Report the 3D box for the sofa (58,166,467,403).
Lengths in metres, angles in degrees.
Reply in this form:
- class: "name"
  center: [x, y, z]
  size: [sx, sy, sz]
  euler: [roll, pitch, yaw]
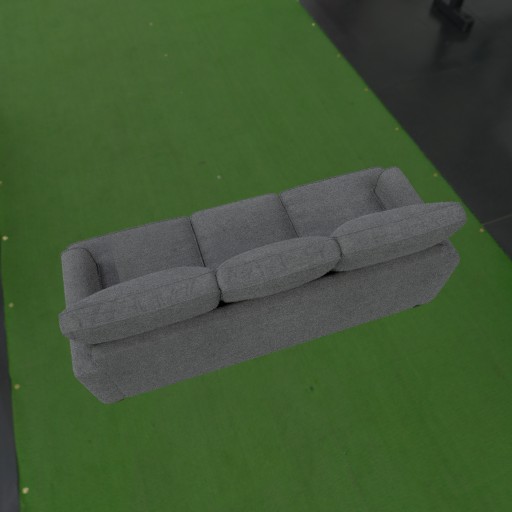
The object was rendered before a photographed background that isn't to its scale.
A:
- class: "sofa"
  center: [0.000, 0.000, 2.629]
  size: [2.158, 0.965, 0.951]
  euler: [-15, 58, -10]
